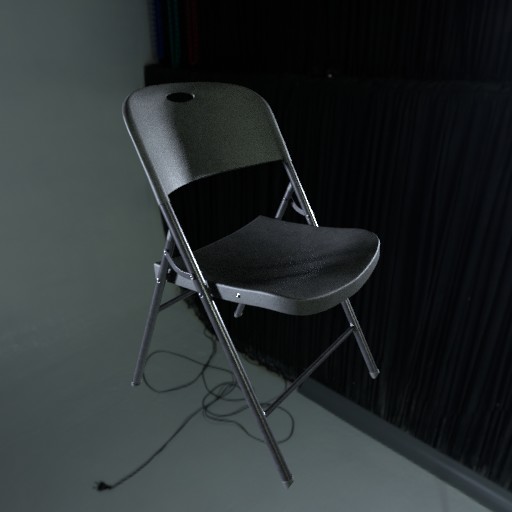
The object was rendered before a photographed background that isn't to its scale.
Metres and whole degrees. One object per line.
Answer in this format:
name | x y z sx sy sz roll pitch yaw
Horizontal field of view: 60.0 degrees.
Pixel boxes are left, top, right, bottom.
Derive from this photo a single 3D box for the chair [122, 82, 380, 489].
chair | 0.000 0.000 1.143 0.566 0.810 0.494 18 31 34
